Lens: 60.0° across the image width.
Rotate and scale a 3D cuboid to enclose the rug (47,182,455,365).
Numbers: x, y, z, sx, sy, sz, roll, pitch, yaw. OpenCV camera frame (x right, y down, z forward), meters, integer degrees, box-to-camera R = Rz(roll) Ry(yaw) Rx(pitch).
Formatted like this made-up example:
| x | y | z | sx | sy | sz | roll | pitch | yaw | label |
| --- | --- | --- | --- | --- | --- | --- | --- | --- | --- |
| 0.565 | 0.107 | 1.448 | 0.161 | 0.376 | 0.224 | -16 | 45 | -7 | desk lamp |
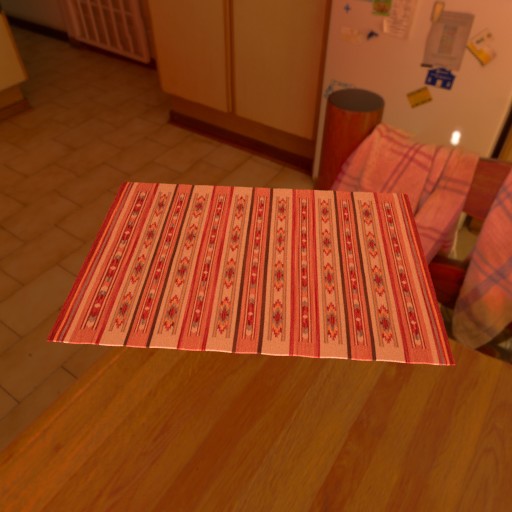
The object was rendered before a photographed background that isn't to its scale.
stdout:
| x | y | z | sx | sy | sz | roll | pitch | yaw | label |
| --- | --- | --- | --- | --- | --- | --- | --- | --- | --- |
| 0.000 | 0.000 | 2.390 | 1.817 | 0.008 | 1.223 | 3 | 45 | 3 | rug |
